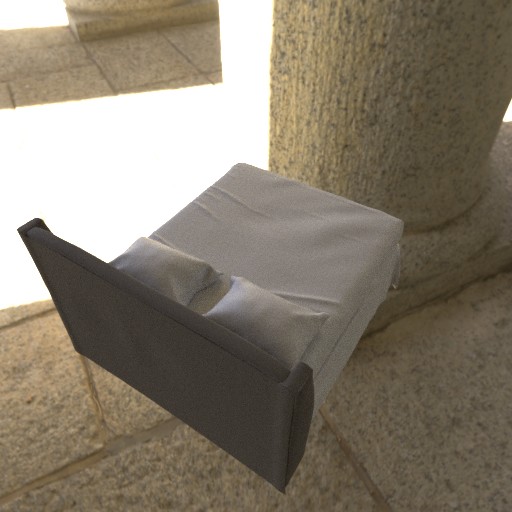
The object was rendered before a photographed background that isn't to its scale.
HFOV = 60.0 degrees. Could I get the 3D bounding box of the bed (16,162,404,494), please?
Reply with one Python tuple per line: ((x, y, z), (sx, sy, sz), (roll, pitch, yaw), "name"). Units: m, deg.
((0.000, 0.000, 3.337), (1.925, 1.332, 2.276), (25, 50, 23), "bed")
